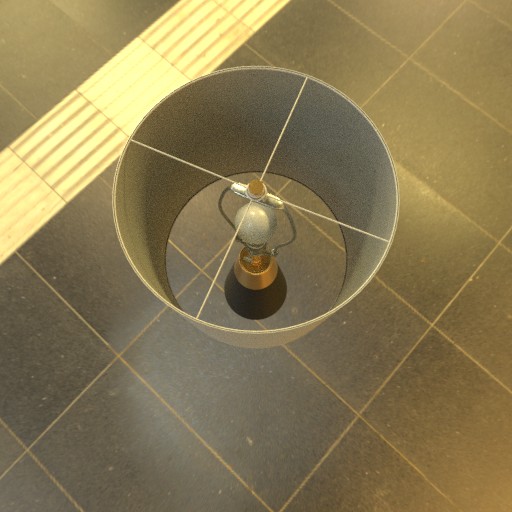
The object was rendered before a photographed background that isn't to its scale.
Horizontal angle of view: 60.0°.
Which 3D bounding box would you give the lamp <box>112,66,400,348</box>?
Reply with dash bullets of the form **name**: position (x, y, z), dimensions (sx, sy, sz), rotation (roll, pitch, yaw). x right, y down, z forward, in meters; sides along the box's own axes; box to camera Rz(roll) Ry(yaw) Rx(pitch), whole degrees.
- **lamp**: position (0.000, 0.000, 0.751), dimensions (0.308, 0.580, 0.308), rotation (22, 76, 6)
